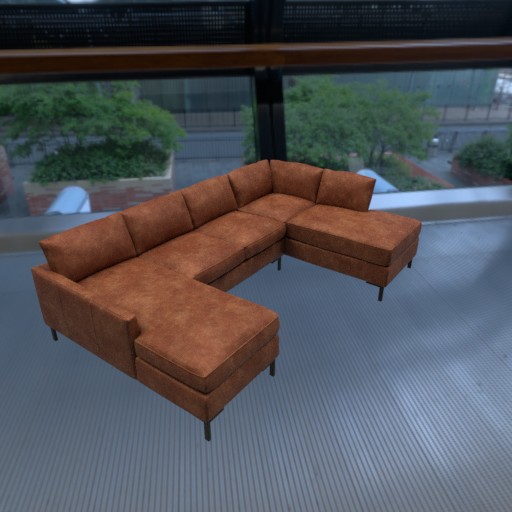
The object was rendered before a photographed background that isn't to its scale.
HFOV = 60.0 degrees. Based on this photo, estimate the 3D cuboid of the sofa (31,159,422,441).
[{"bbox_3d":[0.000,0.000,3.853,1.939,0.900,2.956,18,32,32],"label":"sofa"}]
